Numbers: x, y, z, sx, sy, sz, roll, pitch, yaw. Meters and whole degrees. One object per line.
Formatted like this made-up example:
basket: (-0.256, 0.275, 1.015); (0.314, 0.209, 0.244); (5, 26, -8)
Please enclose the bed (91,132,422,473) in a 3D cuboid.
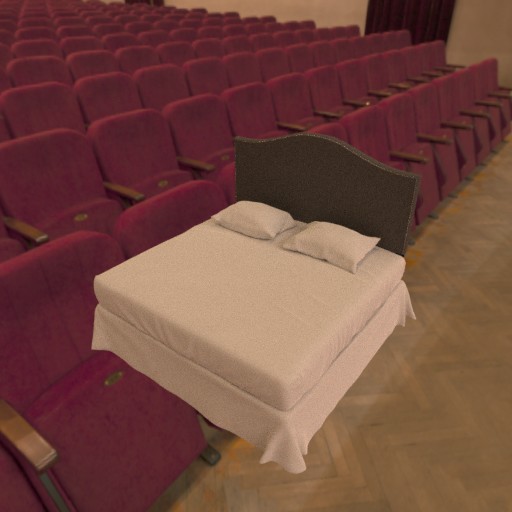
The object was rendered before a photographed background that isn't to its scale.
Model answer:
bed: (0.000, 0.000, 3.789); (2.314, 1.651, 2.219); (21, 36, 31)
